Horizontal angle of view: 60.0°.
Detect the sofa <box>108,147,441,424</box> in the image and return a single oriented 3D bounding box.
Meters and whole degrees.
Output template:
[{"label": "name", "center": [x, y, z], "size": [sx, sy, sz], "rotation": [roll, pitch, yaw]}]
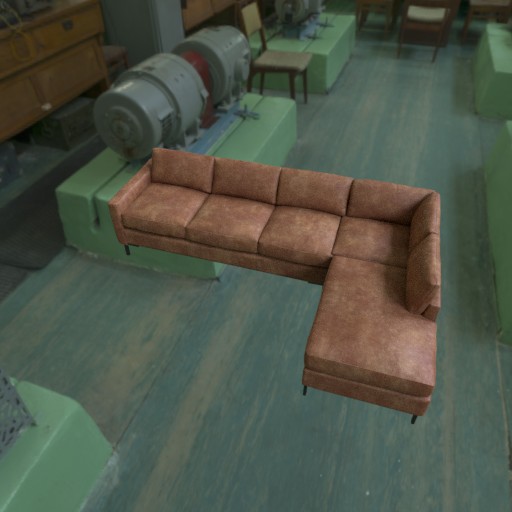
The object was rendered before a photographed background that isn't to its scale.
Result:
[{"label": "sofa", "center": [0.000, 0.000, 3.854], "size": [2.984, 0.877, 1.938], "rotation": [11, 42, 13]}]
